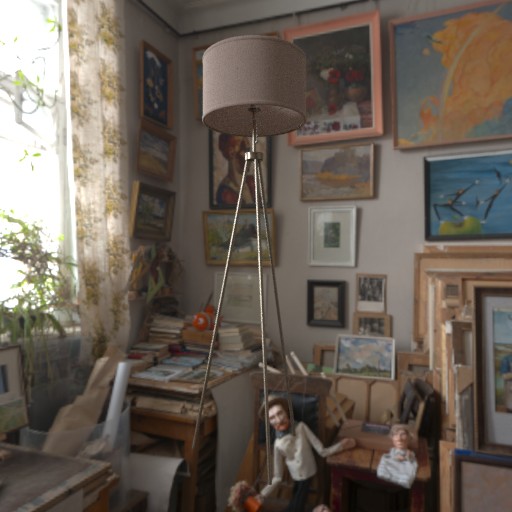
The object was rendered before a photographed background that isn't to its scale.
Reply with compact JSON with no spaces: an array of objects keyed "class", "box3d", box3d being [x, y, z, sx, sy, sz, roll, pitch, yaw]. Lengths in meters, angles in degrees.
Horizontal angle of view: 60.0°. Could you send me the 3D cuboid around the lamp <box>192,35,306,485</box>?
[{"class":"lamp","box3d":[0.000,0.000,1.721,0.449,1.545,0.460,0,-1,-17]}]
